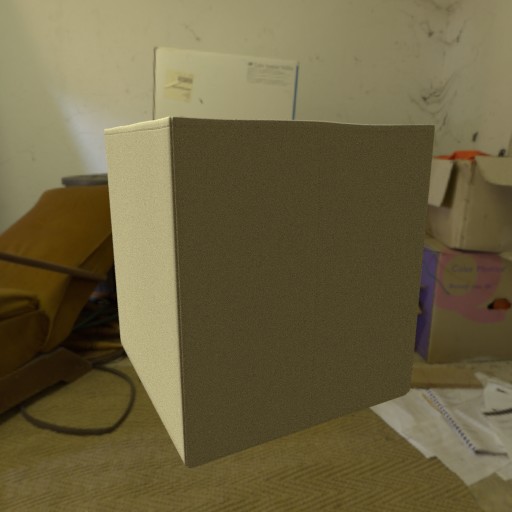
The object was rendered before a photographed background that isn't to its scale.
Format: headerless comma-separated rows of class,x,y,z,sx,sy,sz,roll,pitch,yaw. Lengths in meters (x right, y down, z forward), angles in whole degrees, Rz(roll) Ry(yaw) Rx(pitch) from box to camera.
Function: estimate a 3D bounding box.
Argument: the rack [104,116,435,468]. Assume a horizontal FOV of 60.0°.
rack,0.000,0.000,0.501,0.270,0.280,0.270,-7,16,-27
